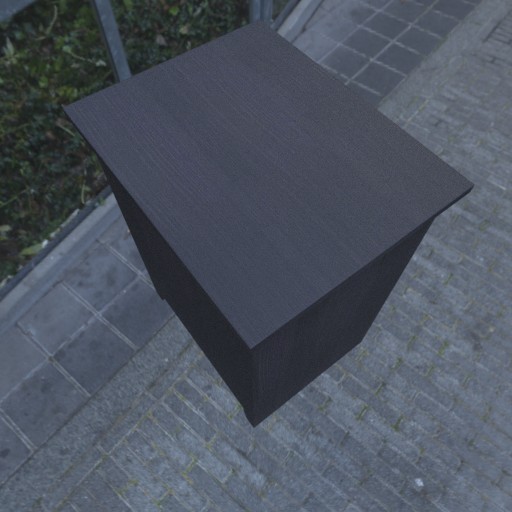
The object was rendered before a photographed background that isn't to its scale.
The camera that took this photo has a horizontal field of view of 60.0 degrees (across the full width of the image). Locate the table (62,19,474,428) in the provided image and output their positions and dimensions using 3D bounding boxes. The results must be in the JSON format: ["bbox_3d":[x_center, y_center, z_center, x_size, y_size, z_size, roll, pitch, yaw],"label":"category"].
[{"bbox_3d":[0.000,0.000,0.912,0.381,0.635,0.480,-33,65,-18],"label":"table"}]
